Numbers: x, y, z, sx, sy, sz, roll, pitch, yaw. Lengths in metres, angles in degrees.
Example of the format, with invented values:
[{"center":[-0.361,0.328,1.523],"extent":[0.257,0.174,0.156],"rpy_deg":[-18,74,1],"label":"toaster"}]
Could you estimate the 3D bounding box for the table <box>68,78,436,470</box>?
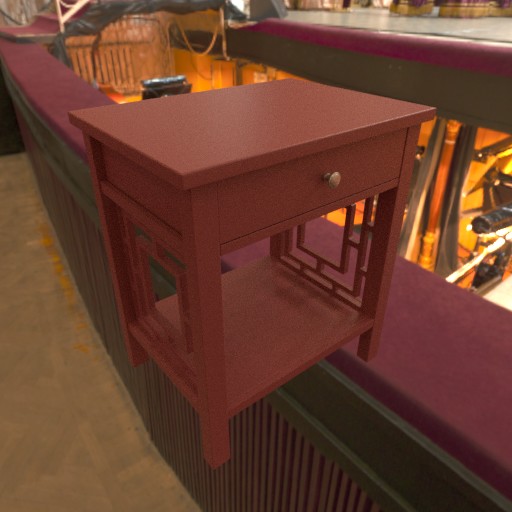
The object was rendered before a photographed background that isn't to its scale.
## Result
[{"center":[0.000,0.000,1.067],"extent":[0.599,0.686,0.451],"rpy_deg":[-23,38,-32],"label":"table"}]
